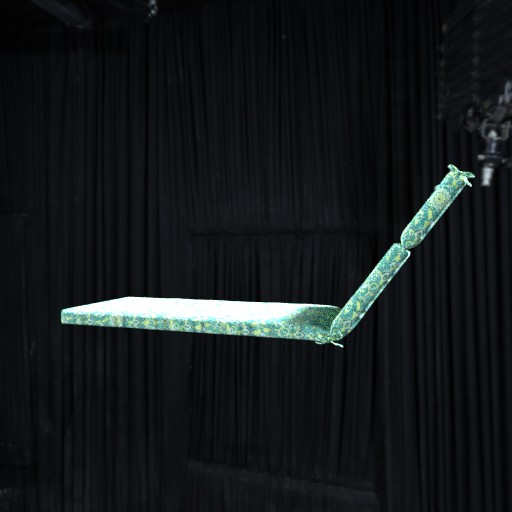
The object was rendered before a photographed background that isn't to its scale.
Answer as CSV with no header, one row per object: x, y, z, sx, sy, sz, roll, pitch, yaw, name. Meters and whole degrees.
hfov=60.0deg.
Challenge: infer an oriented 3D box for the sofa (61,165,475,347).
0.000,0.000,1.938,1.663,0.622,0.582,0,2,18,sofa
